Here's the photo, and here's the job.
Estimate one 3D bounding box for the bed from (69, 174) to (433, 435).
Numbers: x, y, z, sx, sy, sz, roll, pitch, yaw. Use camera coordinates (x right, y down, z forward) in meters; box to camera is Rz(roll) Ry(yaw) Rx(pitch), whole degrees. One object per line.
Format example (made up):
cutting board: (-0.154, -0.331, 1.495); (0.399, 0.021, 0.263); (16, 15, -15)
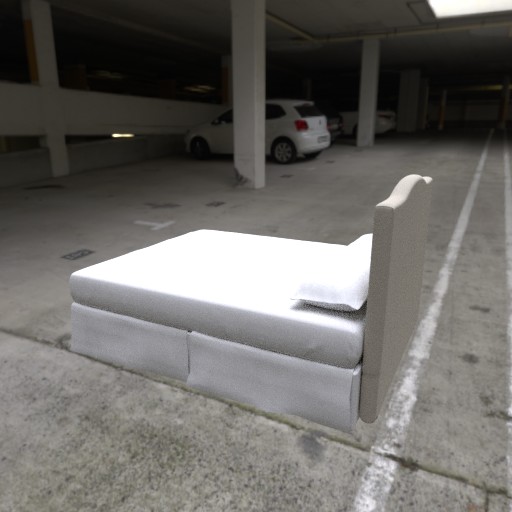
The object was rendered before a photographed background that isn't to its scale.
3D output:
bed: (0.000, 0.000, 3.717); (2.477, 1.437, 1.977); (8, 18, 26)
